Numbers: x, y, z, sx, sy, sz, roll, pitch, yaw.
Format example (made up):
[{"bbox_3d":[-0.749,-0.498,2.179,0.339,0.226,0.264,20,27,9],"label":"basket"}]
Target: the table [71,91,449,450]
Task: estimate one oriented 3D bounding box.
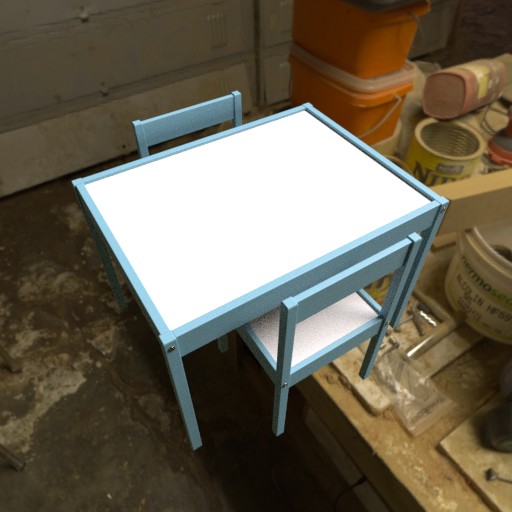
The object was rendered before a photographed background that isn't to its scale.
[{"bbox_3d":[0.000,0.000,1.080,0.639,0.503,0.633,-25,52,-21],"label":"table"}]
